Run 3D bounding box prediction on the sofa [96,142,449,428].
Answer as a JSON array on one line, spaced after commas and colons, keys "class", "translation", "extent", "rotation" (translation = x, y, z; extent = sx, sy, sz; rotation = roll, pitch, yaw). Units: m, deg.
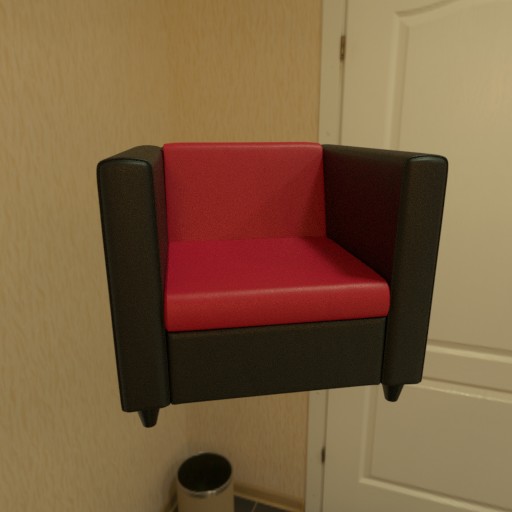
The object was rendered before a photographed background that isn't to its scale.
[{"class": "sofa", "translation": [0.000, 0.000, 1.484], "extent": [0.839, 0.724, 0.809], "rotation": [-3, 16, -9]}]
